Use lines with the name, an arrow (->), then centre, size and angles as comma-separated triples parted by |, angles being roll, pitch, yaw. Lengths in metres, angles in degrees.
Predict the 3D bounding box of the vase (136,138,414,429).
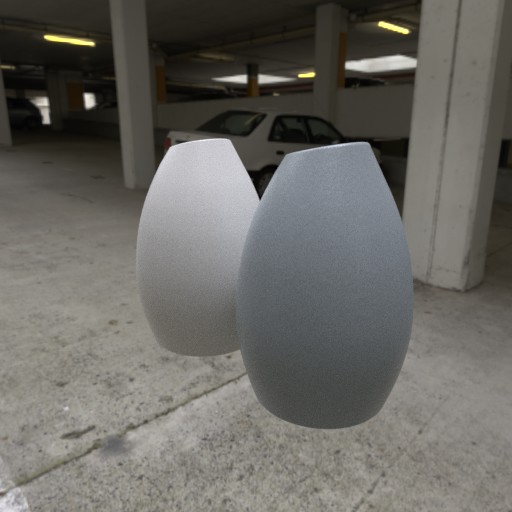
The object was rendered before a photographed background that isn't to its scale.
vase -> 0.000, 0.000, 0.258 | 0.089, 0.131, 0.187 | -15, 22, -42
